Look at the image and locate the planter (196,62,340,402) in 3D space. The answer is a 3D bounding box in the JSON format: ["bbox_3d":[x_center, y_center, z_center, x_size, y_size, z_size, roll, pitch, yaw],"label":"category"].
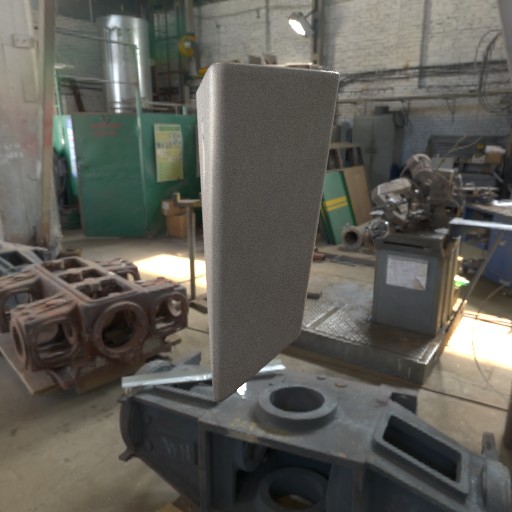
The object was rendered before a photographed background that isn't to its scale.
[{"bbox_3d":[0.000,0.000,0.269,0.060,0.197,0.150,-3,16,-9],"label":"planter"}]
